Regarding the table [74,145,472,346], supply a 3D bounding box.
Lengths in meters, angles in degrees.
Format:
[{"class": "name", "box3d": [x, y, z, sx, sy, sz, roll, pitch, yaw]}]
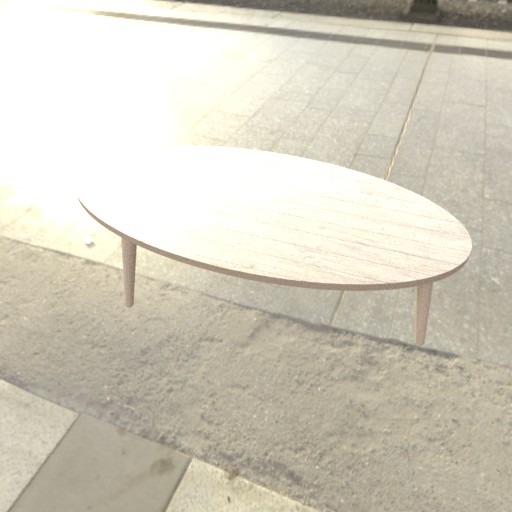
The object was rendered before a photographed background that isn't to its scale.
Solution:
[{"class": "table", "box3d": [0.000, 0.000, 1.310, 1.083, 0.390, 0.542, 13, 43, 15]}]
